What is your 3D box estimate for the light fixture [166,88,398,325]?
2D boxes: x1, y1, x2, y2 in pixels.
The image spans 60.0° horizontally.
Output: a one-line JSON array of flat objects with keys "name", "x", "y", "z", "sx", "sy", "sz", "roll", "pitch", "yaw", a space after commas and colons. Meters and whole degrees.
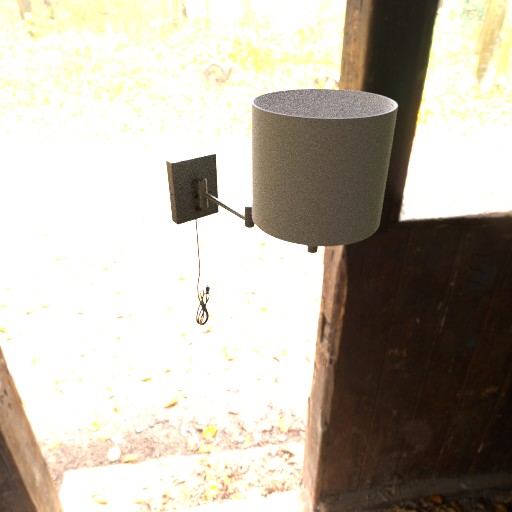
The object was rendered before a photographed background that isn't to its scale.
[{"name": "light fixture", "x": 0.000, "y": 0.000, "z": 0.897, "sx": 0.203, "sy": 0.651, "sz": 0.516, "roll": -21, "pitch": 36, "yaw": -31}]
